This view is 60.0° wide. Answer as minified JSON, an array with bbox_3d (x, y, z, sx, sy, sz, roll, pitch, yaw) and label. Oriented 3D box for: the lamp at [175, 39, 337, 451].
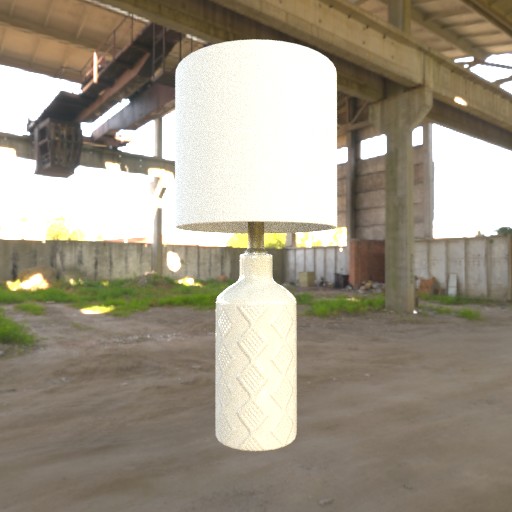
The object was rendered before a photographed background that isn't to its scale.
[{"bbox_3d":[0.000,0.000,0.574,0.207,0.461,0.207,0,-1,19],"label":"lamp"}]
